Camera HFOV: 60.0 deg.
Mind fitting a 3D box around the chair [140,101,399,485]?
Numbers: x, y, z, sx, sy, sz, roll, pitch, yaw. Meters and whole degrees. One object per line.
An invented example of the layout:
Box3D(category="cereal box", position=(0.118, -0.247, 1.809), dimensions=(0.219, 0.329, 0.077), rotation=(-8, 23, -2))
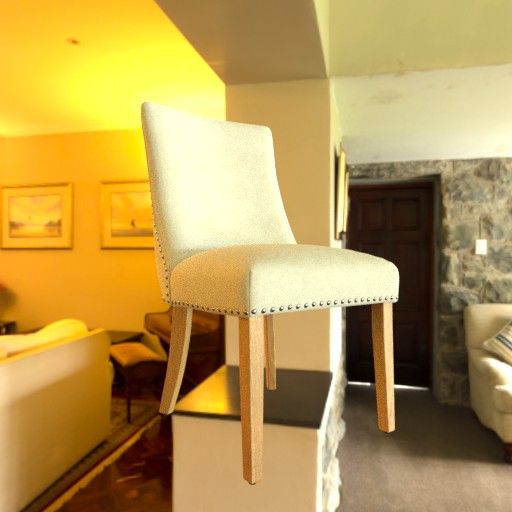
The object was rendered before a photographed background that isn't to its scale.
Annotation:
Box3D(category="chair", position=(0.000, 0.000, 1.229), dimensions=(0.495, 0.902, 0.610), rotation=(0, 0, -36))
